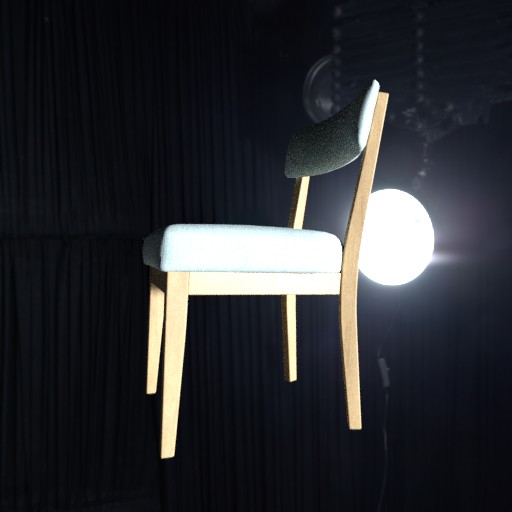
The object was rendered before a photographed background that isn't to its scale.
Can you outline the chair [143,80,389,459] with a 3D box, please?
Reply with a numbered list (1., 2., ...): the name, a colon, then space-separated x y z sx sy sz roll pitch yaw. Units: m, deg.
1. chair: 0.000 0.000 1.198 0.572 0.832 0.508 0 1 -18
